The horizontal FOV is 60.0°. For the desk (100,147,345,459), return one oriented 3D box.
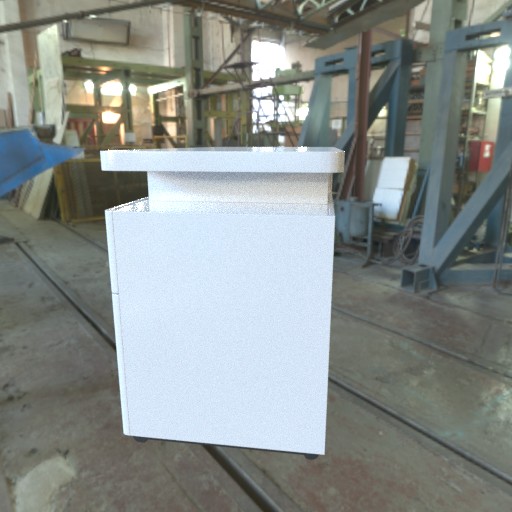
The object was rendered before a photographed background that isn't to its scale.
[{"bbox_3d":[0.000,0.000,1.610,0.550,0.760,1.200,2,14,8],"label":"desk"}]
